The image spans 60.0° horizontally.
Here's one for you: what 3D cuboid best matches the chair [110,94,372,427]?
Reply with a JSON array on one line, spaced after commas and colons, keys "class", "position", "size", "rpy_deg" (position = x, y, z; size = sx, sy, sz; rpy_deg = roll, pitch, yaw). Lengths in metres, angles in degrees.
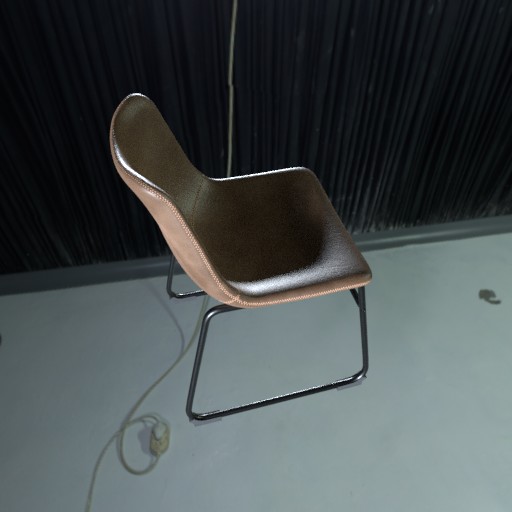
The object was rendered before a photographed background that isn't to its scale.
[{"class": "chair", "position": [0.000, 0.000, 1.133], "size": [0.551, 0.780, 0.460], "rpy_deg": [-11, 48, -10]}]
